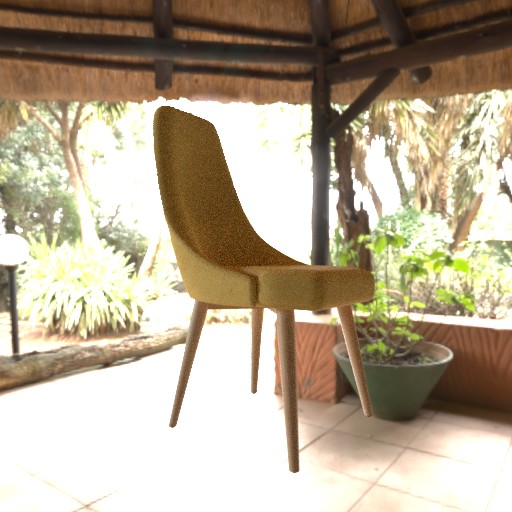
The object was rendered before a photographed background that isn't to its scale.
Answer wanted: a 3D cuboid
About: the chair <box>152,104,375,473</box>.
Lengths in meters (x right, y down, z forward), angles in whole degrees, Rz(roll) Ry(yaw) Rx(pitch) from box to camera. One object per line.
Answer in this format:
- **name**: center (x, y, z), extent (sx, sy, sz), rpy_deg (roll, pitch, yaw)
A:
- **chair**: center (0.000, 0.000, 1.415), extent (0.660, 1.040, 0.510), rpy_deg (0, -1, 36)
